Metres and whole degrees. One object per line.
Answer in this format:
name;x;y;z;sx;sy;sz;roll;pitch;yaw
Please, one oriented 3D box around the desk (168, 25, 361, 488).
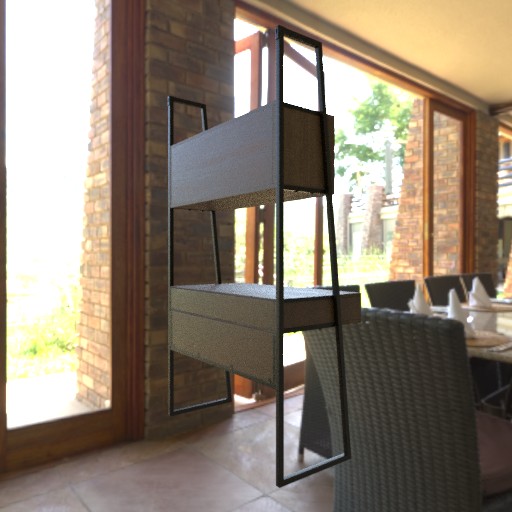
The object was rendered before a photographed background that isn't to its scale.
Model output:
desk;0.000;0.000;2.271;0.515;1.809;0.982;0;0;-37
